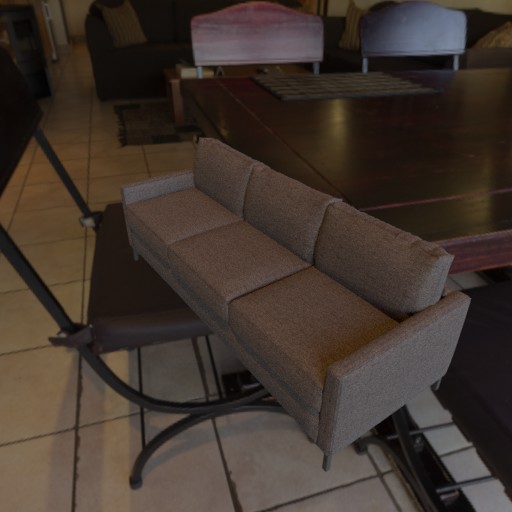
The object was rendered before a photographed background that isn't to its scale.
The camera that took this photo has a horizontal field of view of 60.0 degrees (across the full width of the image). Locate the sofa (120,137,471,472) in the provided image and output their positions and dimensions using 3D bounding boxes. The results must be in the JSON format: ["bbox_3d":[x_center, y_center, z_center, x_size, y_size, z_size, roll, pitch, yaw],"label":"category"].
[{"bbox_3d":[0.000,0.000,2.690,0.876,0.882,2.253,-21,37,-30],"label":"sofa"}]
